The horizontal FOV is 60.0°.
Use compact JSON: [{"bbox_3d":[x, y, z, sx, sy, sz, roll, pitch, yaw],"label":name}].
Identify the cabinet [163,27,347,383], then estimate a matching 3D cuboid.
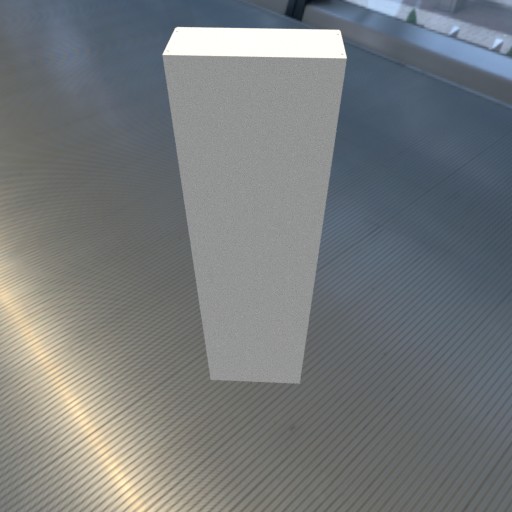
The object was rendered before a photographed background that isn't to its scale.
[{"bbox_3d":[0.000,0.000,1.924,0.500,1.790,0.230,2,46,2],"label":"cabinet"}]
